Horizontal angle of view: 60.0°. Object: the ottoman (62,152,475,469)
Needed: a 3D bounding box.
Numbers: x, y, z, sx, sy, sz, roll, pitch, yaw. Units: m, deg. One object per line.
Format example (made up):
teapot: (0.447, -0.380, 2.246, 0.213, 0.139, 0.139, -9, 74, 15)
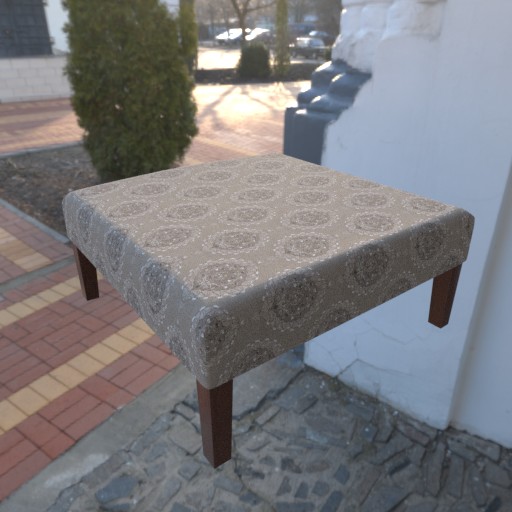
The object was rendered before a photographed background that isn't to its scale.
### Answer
ottoman: (0.000, 0.000, 1.389, 0.890, 0.411, 0.889, -19, 32, -32)
